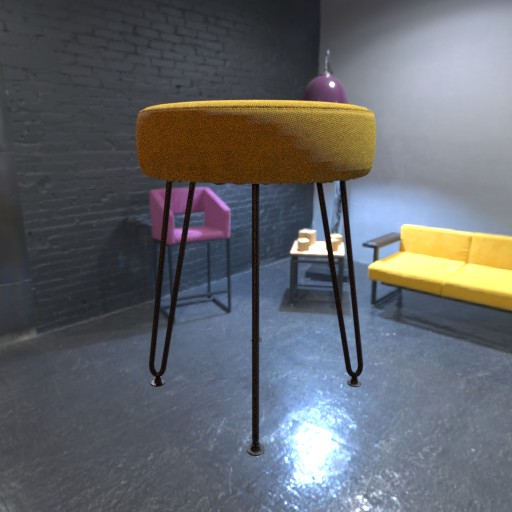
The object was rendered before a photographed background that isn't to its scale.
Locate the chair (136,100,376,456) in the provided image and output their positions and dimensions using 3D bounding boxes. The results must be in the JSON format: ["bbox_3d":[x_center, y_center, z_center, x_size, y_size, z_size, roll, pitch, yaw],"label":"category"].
[{"bbox_3d":[0.000,0.000,0.705,0.345,0.455,0.345,-14,21,-43],"label":"chair"}]
